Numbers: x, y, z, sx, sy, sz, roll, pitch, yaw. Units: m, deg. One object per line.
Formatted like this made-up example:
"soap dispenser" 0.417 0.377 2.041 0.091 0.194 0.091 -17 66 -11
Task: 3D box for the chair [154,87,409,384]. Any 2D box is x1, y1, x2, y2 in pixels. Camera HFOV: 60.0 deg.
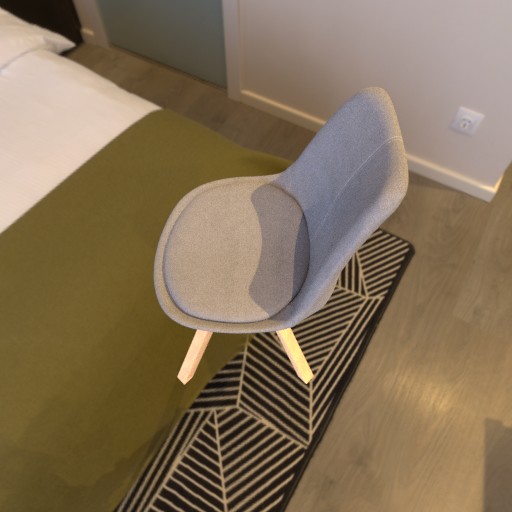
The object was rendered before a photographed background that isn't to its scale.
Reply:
"chair" 0.000 0.000 1.183 0.549 0.863 0.474 0 58 0
